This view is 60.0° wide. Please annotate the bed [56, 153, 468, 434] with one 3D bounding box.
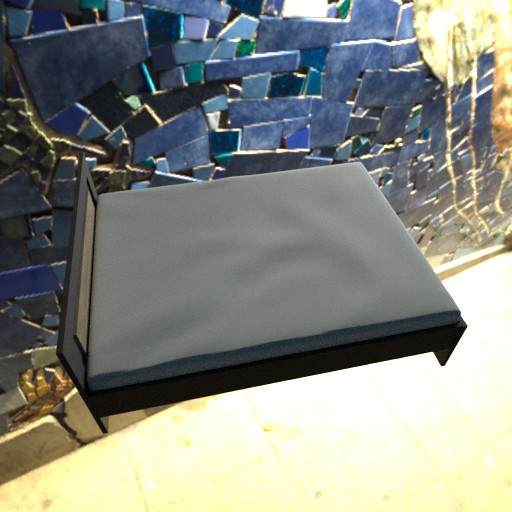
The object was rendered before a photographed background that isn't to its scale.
[{"bbox_3d":[0.000,0.000,2.861,2.073,0.823,1.585,-9,46,-8],"label":"bed"}]
